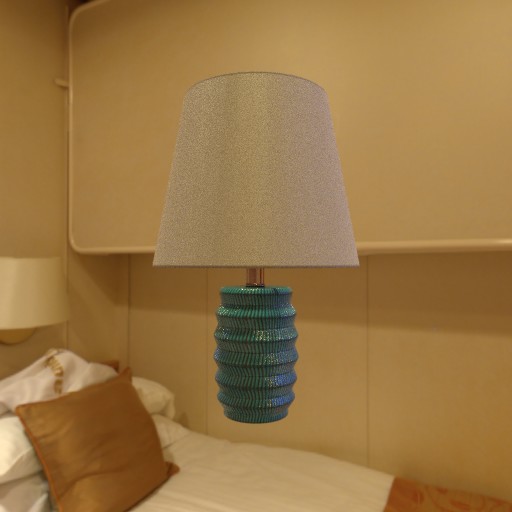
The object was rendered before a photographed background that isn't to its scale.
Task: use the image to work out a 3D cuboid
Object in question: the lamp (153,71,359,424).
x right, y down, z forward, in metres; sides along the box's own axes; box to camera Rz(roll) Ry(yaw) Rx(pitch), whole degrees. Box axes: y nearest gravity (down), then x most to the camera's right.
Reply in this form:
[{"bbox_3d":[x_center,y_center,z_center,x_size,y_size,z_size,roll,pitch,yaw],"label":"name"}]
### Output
[{"bbox_3d":[0.000,0.000,0.559,0.254,0.392,0.254,0,-1,0],"label":"lamp"}]
